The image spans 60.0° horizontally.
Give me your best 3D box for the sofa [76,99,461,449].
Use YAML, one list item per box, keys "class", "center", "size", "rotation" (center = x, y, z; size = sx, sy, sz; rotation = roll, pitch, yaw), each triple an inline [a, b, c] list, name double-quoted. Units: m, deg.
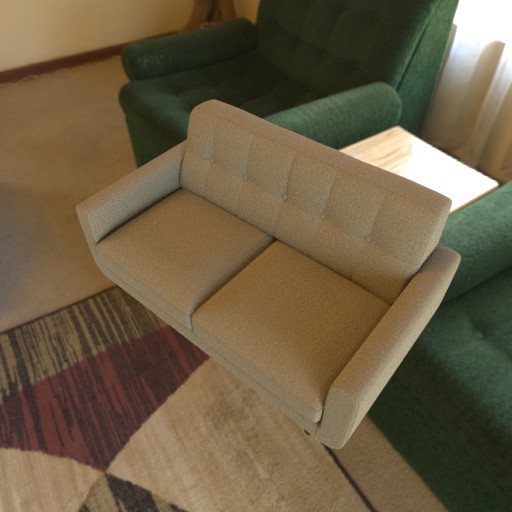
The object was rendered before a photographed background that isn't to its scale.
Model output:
- class: "sofa"
  center: [0.000, 0.000, 2.227]
  size: [1.651, 0.925, 0.952]
  rotation: [31, 54, 26]
